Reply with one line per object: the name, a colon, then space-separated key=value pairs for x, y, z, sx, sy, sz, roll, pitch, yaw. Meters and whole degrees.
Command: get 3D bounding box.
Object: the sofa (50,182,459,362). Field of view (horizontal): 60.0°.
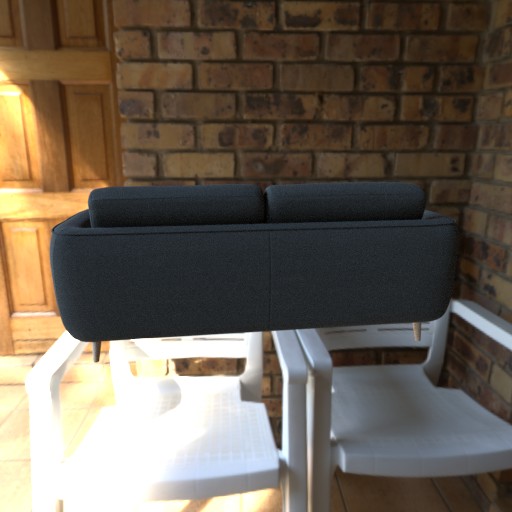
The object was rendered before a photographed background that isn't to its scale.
sofa: x=0.000 y=0.000 z=2.484 sx=2.000 sy=0.850 sz=0.920 roll=-2 pitch=14 yaw=-8
